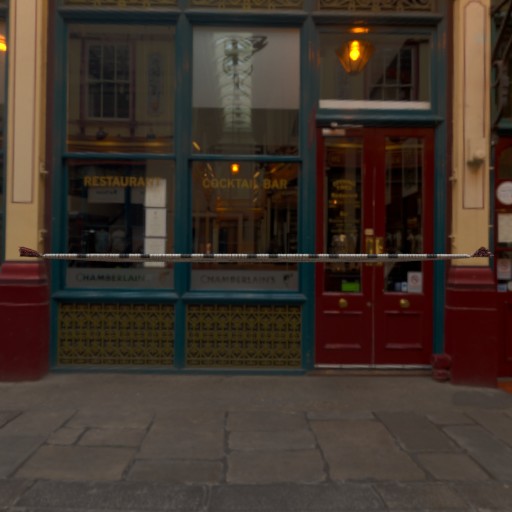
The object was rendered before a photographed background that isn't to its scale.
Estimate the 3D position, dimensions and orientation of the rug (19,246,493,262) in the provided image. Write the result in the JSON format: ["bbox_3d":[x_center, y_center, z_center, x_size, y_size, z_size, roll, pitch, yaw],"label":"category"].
[{"bbox_3d":[0.000,0.000,3.271,2.672,0.066,1.741,0,-2,-2],"label":"rug"}]
